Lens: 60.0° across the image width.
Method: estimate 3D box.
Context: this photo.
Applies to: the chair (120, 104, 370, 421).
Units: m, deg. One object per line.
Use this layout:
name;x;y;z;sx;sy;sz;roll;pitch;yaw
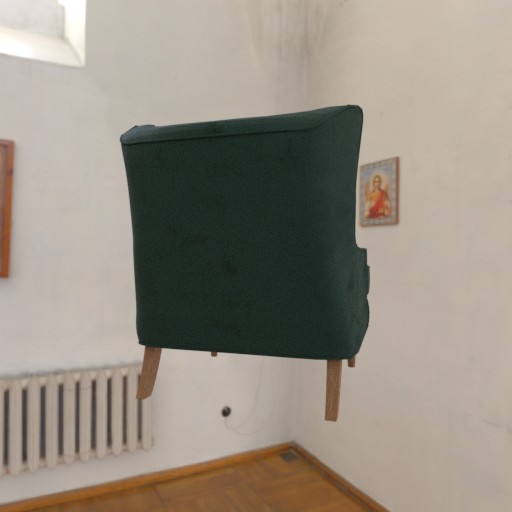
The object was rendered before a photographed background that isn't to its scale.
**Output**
chair;0.000;0.000;1.649;0.793;0.952;0.910;0;1;18
